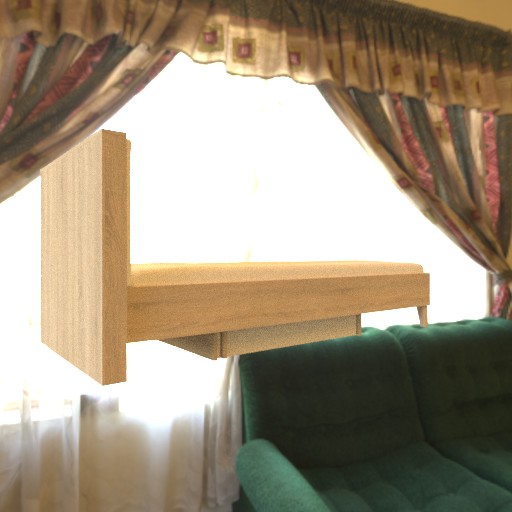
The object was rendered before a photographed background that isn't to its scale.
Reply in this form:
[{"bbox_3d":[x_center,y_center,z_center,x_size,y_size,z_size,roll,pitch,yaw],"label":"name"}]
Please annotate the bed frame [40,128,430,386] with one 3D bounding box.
[{"bbox_3d":[0.000,0.000,2.623,2.140,0.920,0.990,0,0,-37],"label":"bed frame"}]
